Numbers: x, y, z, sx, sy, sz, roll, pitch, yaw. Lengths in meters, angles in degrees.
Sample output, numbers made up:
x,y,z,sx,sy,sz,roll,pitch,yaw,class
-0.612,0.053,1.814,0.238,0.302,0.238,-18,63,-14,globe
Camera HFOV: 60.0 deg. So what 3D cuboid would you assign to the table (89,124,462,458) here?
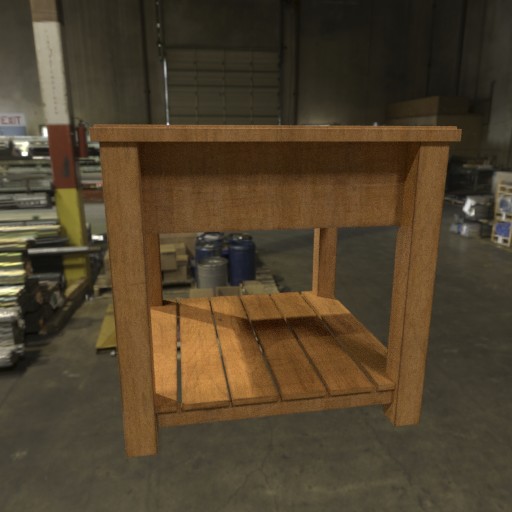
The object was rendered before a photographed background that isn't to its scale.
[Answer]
x,y,z,sx,sy,sz,roll,pitch,yaw,class
0.000,0.000,1.081,0.616,0.593,0.612,-3,15,-10,table
